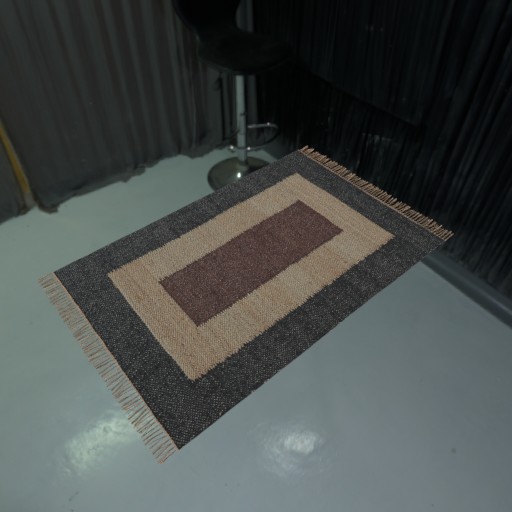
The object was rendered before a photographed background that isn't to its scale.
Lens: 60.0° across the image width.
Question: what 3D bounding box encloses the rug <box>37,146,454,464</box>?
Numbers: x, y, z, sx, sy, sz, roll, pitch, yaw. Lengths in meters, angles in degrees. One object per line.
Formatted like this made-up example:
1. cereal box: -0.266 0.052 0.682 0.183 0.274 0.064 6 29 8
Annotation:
1. rug: 0.000 0.000 2.464 2.021 0.027 1.224 -31 54 -26
